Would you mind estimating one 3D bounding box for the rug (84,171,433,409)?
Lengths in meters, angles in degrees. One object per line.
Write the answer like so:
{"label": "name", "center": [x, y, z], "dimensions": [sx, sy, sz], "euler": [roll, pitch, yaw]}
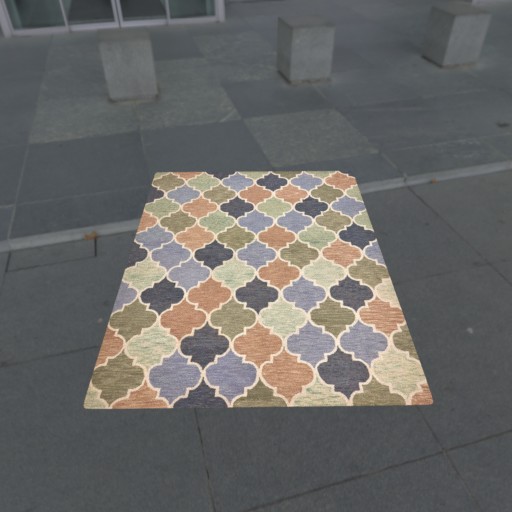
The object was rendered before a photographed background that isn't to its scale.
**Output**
{"label": "rug", "center": [0.000, 0.000, 4.281], "dimensions": [2.439, 0.013, 3.200], "euler": [-1, 41, -1]}
